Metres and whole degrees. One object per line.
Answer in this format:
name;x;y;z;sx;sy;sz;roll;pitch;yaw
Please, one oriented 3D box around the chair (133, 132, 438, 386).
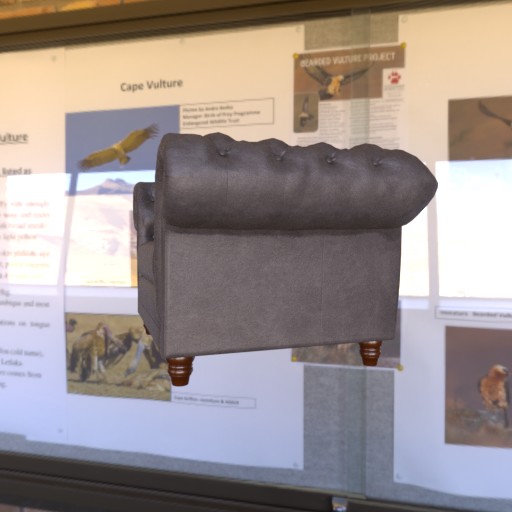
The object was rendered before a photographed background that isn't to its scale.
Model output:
chair;0.000;0.000;1.901;0.943;0.780;1.298;0;1;-19
